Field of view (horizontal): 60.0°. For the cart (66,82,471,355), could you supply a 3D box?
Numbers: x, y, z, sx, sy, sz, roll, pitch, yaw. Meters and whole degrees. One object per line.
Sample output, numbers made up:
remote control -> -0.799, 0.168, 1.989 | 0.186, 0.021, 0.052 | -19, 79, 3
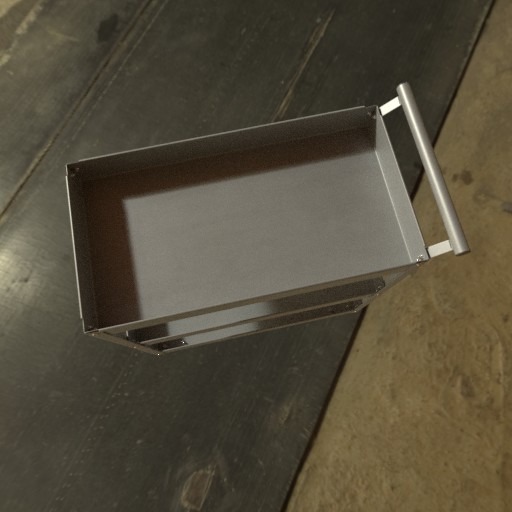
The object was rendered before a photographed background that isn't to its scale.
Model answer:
cart -> 0.000, 0.000, 1.197 | 0.719, 0.780, 0.366 | -12, 74, -3
